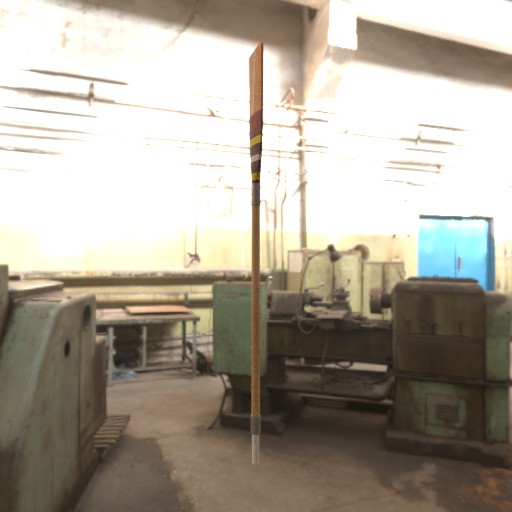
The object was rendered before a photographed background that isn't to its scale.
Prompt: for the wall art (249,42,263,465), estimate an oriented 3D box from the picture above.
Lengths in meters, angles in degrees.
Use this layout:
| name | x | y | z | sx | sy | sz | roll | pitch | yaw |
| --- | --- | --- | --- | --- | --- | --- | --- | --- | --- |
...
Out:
| name | x | y | z | sx | sy | sz | roll | pitch | yaw |
| --- | --- | --- | --- | --- | --- | --- | --- | --- | --- |
| wall art | 0.000 | 0.000 | 1.662 | 0.038 | 1.556 | 0.146 | 0 | -1 | -19 |
